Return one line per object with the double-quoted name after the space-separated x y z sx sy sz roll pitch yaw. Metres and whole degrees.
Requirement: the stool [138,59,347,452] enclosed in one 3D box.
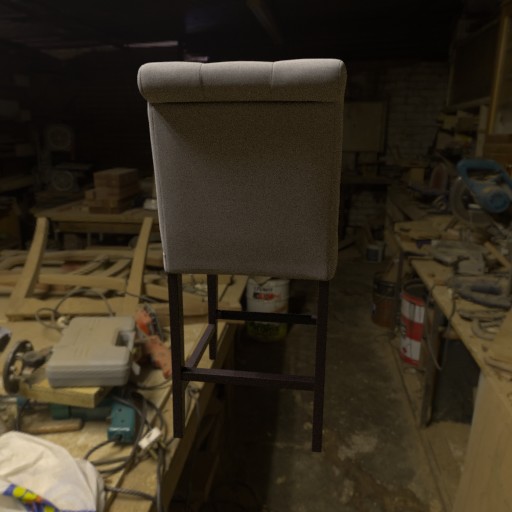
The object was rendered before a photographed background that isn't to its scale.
0.000 0.000 1.357 0.493 1.040 0.601 2 16 8 "stool"
